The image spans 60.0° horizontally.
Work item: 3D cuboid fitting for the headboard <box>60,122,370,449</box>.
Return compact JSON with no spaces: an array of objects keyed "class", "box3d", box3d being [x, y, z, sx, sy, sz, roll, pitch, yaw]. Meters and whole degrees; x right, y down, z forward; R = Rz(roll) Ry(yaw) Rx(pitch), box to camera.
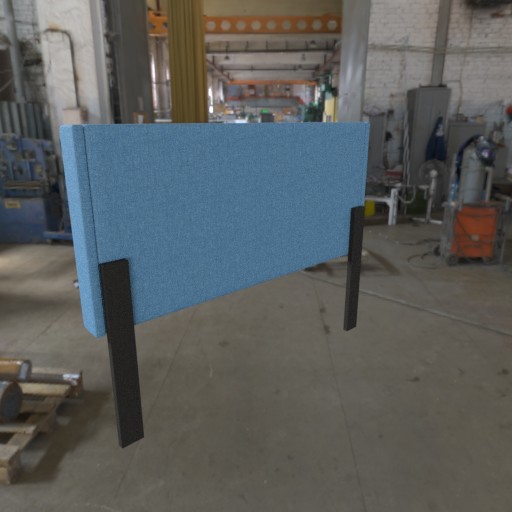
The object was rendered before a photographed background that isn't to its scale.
[{"class":"headboard","box3d":[0.000,0.000,2.648,2.051,1.524,0.184,-15,23,-41]}]
